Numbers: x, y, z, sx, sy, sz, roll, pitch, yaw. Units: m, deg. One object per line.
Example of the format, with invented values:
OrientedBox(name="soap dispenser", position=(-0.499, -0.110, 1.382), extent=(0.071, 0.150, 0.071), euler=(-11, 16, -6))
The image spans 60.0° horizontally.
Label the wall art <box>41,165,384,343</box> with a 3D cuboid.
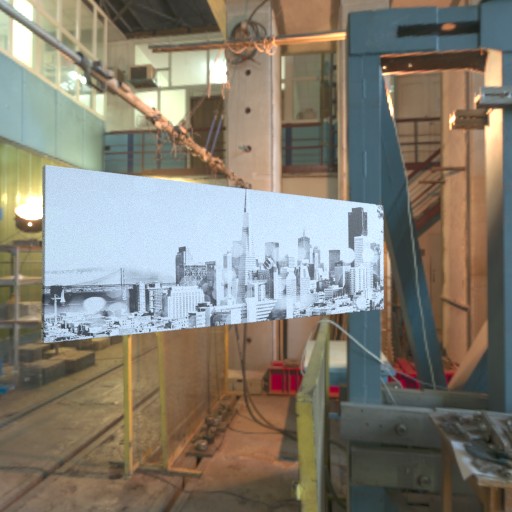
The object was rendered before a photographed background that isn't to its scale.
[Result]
OrientedBox(name="wall art", position=(0.000, 0.000, 1.724), extent=(1.520, 0.507, 0.039), euler=(1, -1, -36))
